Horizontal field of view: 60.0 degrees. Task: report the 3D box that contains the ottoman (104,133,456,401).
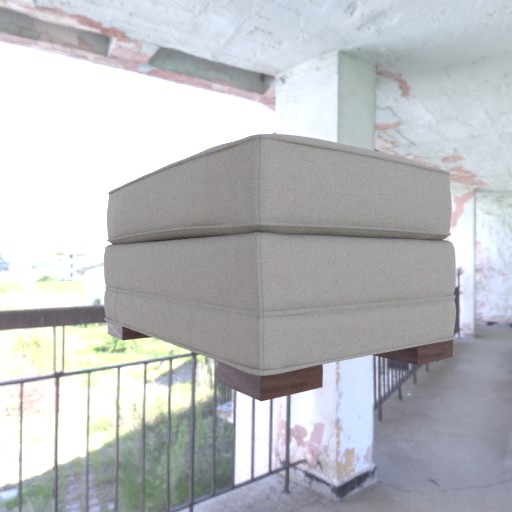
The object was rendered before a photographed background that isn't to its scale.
[{"bbox_3d":[0.000,0.000,1.215,0.611,0.482,0.848,0,0,-36],"label":"ottoman"}]
